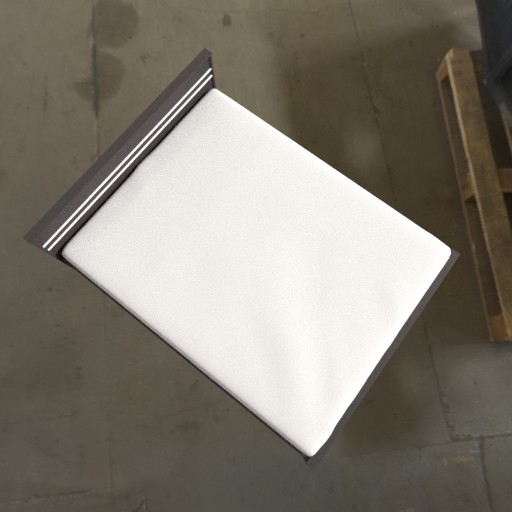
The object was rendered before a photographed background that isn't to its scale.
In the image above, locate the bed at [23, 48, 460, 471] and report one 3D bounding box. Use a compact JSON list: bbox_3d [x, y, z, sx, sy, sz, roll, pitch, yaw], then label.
[{"bbox_3d":[0.000,0.000,2.917,2.103,0.808,1.634,37,78,9],"label":"bed"}]
